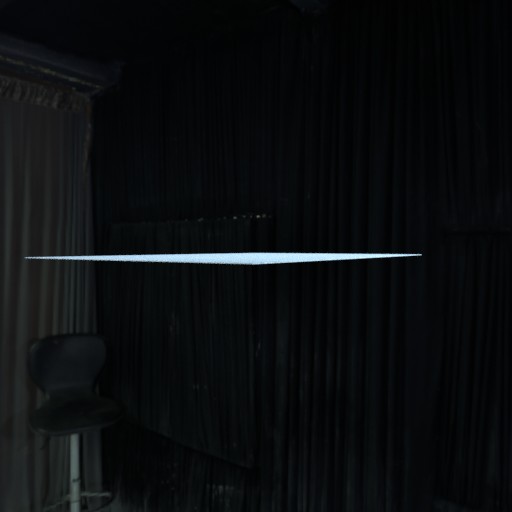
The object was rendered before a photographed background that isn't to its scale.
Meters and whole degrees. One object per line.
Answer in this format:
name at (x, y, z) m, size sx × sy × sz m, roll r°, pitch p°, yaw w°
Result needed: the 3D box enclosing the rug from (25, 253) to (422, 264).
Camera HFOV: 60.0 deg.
rug at (0.000, 0.000, 3.768) m, size 1.982 × 0.006 × 2.895 m, roll 1°, pitch 1°, yaw 35°
